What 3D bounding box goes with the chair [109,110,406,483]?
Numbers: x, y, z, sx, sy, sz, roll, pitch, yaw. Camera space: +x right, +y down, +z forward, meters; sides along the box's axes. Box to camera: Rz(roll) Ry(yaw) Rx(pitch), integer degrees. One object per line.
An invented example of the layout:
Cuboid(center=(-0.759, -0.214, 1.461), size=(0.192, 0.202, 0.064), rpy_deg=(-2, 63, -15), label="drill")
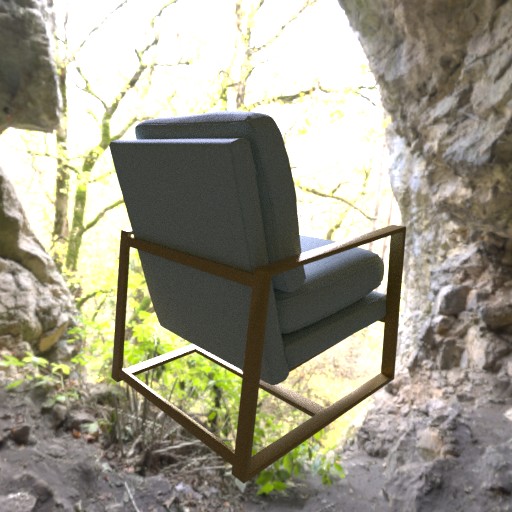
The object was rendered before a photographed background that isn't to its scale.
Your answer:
Cuboid(center=(0.000, 0.000, 1.584), size=(0.813, 0.956, 0.758), rpy_deg=(-13, 19, -42), label="chair")
